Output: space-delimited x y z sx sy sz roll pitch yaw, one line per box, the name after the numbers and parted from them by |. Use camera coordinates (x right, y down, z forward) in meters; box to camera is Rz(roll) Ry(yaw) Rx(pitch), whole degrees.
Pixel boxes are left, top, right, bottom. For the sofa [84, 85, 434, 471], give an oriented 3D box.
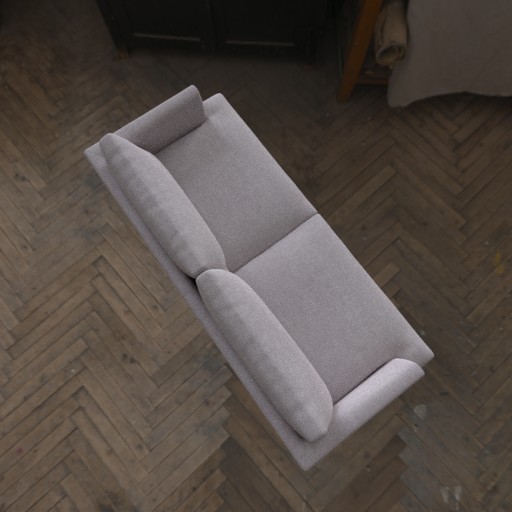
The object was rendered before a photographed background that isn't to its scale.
0.000 0.000 2.770 1.020 0.868 2.250 -35 77 -9 | sofa
